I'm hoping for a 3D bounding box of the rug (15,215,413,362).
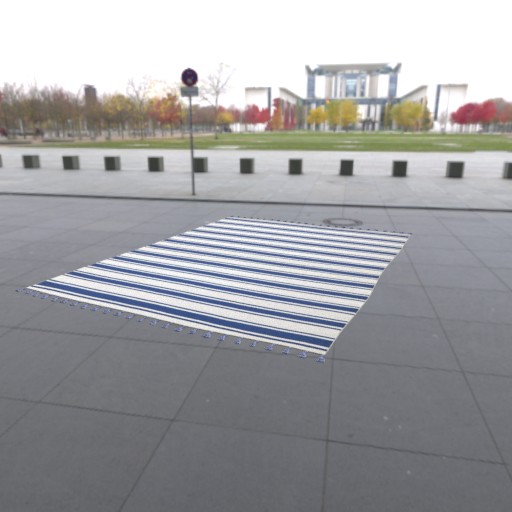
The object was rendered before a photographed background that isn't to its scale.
[{"bbox_3d":[0.000,0.000,4.327,2.471,0.016,3.416,8,18,25],"label":"rug"}]
